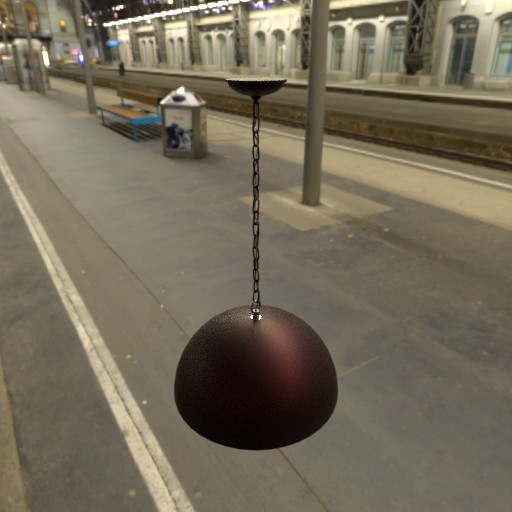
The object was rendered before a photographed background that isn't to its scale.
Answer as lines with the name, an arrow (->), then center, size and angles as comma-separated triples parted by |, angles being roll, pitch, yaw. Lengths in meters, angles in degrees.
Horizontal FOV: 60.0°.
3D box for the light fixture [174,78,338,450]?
light fixture -> 0.000, 0.000, 1.172 | 0.492, 0.869, 0.492 | 17, 29, 33
